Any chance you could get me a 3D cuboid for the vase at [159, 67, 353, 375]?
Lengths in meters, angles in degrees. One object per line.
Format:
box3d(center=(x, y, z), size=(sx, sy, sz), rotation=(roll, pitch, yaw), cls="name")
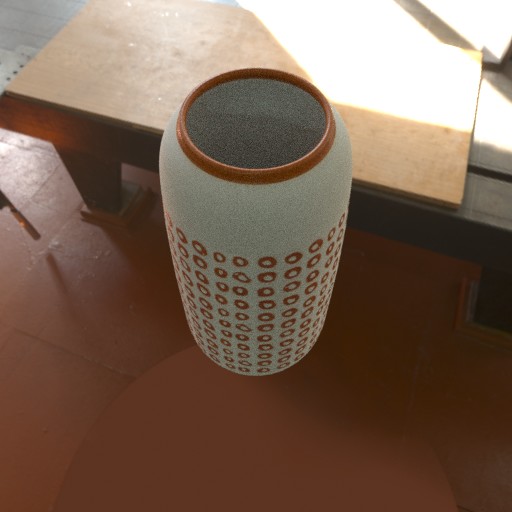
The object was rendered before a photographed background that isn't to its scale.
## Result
box3d(center=(0.000, 0.000, 0.352), size=(0.133, 0.282, 0.133), rotation=(0, 58, 0), cls="vase")
